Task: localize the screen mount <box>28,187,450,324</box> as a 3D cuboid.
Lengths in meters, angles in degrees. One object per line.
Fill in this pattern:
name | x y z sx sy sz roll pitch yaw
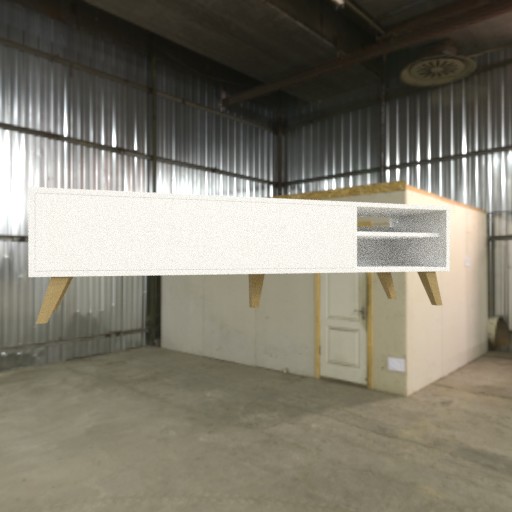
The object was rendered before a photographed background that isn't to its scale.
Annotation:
screen mount | 0.000 0.000 1.842 1.644 0.432 0.399 0 0 -19
